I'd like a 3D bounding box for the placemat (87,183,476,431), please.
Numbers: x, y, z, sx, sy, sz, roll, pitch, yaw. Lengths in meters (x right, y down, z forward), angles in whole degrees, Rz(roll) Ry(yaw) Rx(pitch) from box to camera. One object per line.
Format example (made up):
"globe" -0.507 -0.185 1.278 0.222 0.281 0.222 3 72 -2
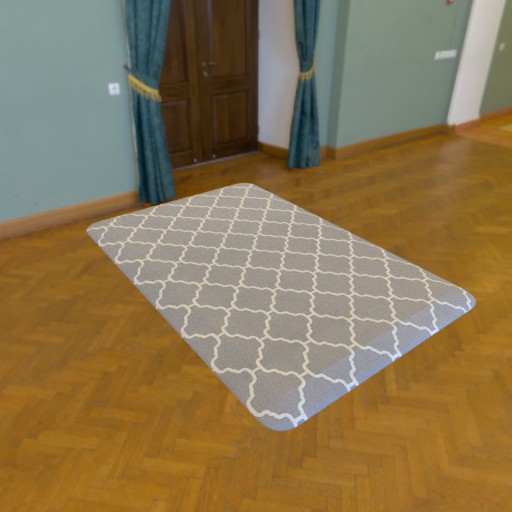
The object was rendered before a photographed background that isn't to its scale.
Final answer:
"placemat" 0.000 0.000 0.966 0.508 0.021 0.762 -21 37 -31
